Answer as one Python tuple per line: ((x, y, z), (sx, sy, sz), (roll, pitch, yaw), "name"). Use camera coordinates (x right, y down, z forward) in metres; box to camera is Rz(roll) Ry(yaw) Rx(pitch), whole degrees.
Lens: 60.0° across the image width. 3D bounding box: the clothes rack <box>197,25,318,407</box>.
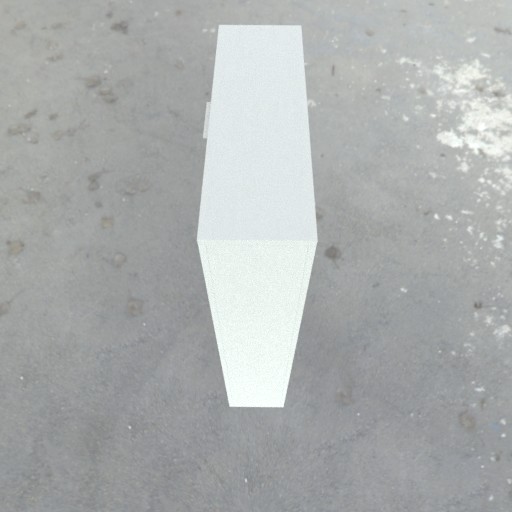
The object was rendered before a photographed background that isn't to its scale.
((0.000, 0.000, 1.605), (0.250, 1.280, 0.750), (1, 57, 0), "clothes rack")
